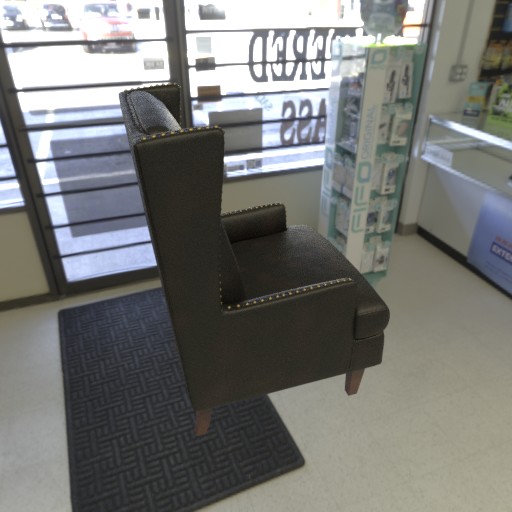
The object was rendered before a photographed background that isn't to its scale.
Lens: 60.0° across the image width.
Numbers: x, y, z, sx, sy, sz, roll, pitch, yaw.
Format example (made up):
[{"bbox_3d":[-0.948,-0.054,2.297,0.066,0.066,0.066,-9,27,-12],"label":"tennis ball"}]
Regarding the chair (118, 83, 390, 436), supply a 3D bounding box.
[{"bbox_3d":[0.000,0.000,1.651,0.799,1.142,0.703,-9,31,-15],"label":"chair"}]
